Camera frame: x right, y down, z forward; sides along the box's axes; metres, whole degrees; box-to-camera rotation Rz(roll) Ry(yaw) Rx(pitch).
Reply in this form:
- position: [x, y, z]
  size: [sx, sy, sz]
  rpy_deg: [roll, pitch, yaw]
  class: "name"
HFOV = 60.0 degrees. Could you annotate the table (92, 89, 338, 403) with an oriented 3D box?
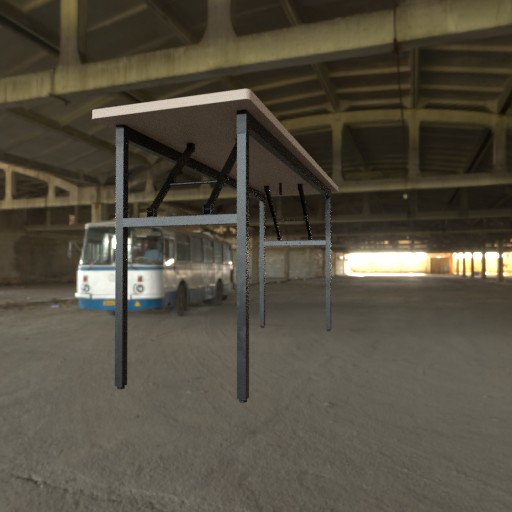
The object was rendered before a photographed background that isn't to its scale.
- position: [0.000, 0.000, 1.754]
  size: [0.447, 0.750, 1.397]
  rpy_deg: [0, -1, 19]
  class: "table"
